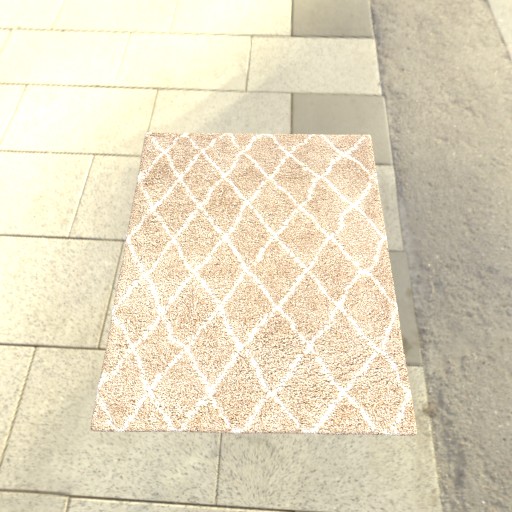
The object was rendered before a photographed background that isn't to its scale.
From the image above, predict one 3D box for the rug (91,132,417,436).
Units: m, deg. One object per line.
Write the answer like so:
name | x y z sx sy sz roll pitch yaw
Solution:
rug | 0.000 0.000 4.052 2.438 0.029 3.047 1 60 0
